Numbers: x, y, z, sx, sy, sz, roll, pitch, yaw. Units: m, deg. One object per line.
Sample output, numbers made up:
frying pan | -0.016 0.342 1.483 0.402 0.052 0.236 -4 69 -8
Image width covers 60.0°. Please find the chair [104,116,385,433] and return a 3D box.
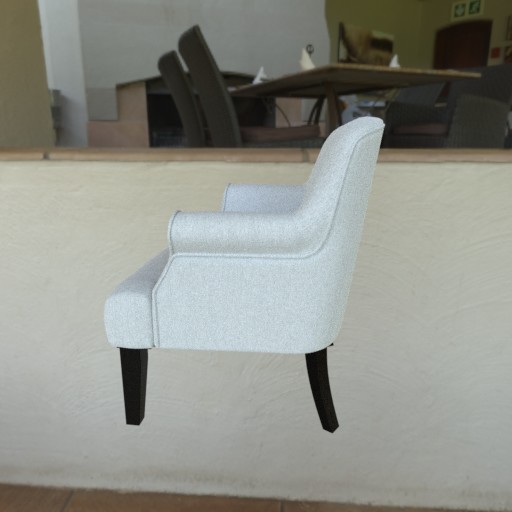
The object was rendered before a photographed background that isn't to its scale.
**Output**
chair | 0.000 0.000 1.474 0.750 0.875 0.781 2 15 8
